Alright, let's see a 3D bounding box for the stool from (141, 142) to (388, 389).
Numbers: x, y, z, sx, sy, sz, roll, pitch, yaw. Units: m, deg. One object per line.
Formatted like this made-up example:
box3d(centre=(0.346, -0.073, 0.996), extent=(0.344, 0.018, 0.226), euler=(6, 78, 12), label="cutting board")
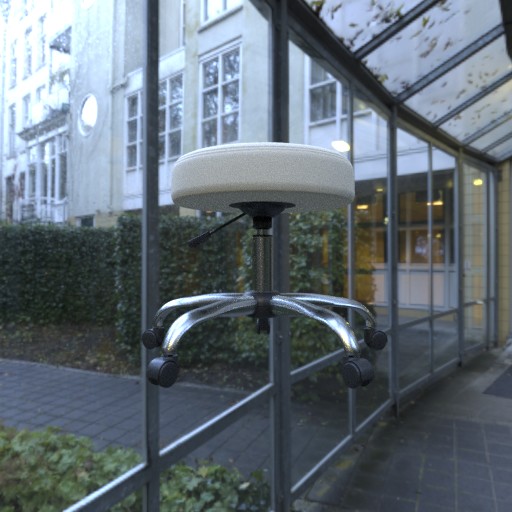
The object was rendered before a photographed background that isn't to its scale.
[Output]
box3d(centre=(0.000, 0.000, 1.042), extent=(0.634, 0.482, 0.614), euler=(0, 0, 38), label="stool")
